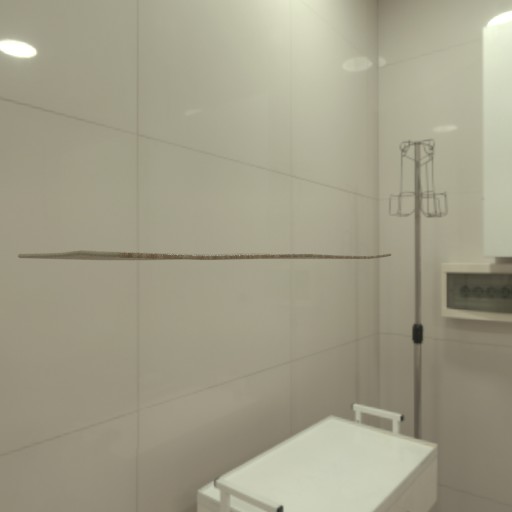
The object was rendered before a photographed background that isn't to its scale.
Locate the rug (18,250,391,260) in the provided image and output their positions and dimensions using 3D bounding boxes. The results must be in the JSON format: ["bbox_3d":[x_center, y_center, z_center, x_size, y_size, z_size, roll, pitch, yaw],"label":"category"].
[{"bbox_3d":[0.000,0.000,2.684,0.752,0.051,2.452,0,-1,38],"label":"rug"}]
